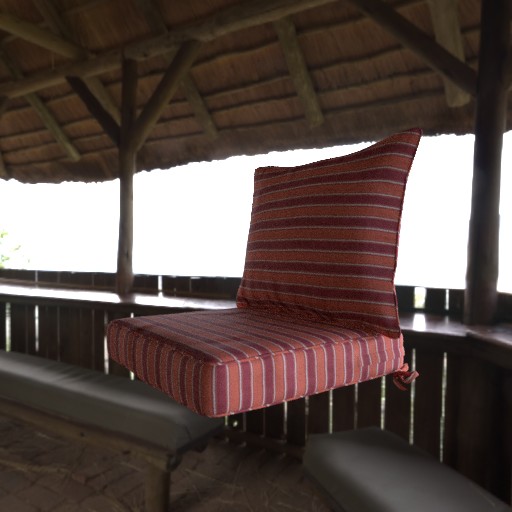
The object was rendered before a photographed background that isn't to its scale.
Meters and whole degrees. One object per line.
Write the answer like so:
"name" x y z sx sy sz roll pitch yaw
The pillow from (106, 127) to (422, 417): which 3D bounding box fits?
"pillow" 0.000 0.000 1.374 0.733 0.723 0.799 -1 1 -36
